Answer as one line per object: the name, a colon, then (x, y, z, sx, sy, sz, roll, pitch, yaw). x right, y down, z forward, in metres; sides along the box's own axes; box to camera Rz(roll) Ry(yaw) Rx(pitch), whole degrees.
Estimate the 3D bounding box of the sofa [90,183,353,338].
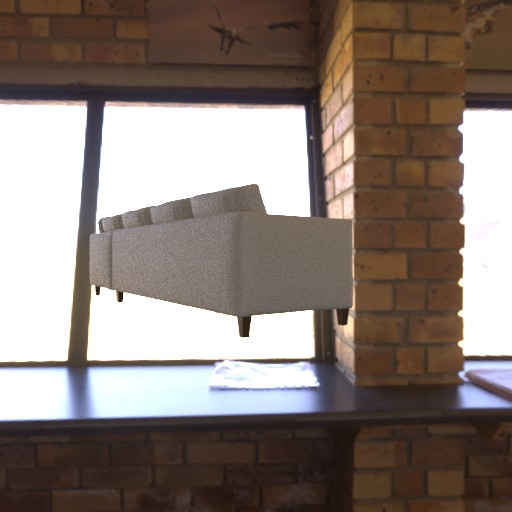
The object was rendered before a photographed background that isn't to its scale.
sofa: (0.000, 0.000, 4.543, 2.522, 0.934, 3.333, 0, 0, -35)
